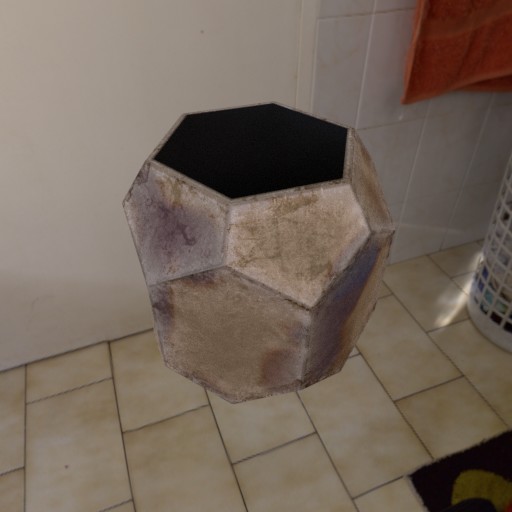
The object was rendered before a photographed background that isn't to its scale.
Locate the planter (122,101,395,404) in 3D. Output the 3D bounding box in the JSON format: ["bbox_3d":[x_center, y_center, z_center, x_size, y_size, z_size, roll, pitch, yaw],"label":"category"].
[{"bbox_3d":[0.000,0.000,0.430,0.221,0.238,0.243,-13,43,-14],"label":"planter"}]
